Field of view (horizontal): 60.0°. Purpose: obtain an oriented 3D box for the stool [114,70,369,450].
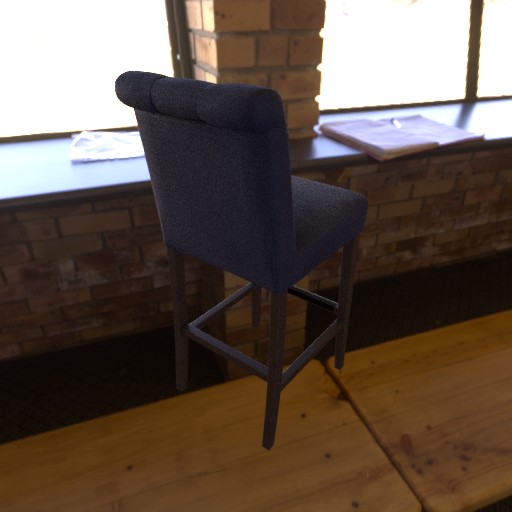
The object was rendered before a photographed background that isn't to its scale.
[{"bbox_3d":[0.000,0.000,1.440,0.493,1.140,0.601,21,36,32],"label":"stool"}]
